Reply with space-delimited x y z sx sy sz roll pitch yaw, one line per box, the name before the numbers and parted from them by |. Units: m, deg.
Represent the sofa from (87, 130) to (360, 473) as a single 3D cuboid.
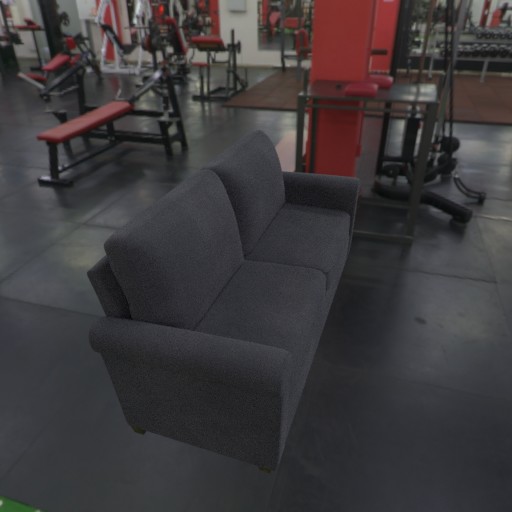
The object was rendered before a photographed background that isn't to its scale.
sofa | 0.000 0.000 2.414 0.842 0.942 1.935 10 32 16
